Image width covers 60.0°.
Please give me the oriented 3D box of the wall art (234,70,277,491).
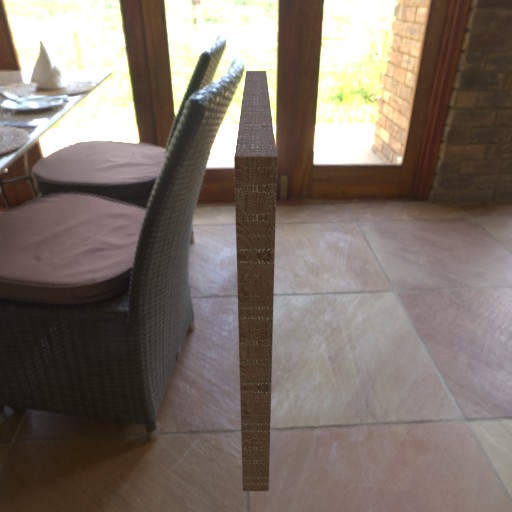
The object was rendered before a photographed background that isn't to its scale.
[{"bbox_3d":[0.000,0.000,0.778,0.040,0.531,0.531,0,31,0],"label":"wall art"}]
